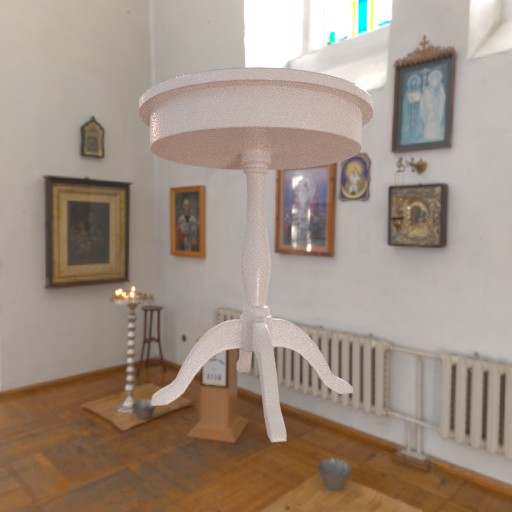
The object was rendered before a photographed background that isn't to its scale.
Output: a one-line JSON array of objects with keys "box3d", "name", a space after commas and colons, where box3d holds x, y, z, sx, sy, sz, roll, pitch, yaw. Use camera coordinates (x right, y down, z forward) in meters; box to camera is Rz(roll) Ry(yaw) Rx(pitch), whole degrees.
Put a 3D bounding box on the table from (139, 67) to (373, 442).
[{"box3d": [0.000, 0.000, 1.012, 0.513, 0.653, 0.513, 0, 2, 0], "name": "table"}]
